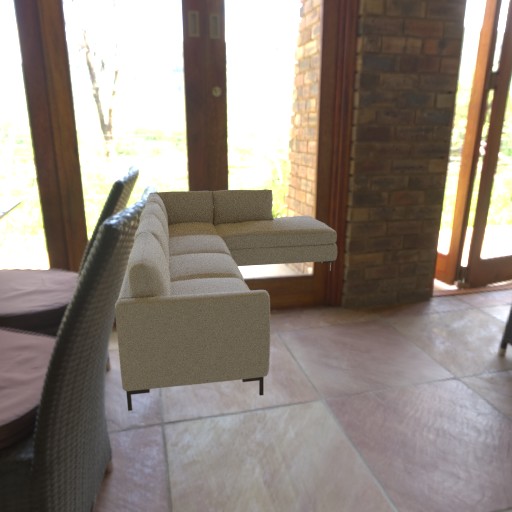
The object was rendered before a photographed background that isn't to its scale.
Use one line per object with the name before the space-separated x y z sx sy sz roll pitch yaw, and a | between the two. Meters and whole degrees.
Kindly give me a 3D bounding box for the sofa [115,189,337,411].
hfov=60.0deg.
sofa | 0.000 0.000 3.798 2.007 0.815 2.949 -3 16 -11
